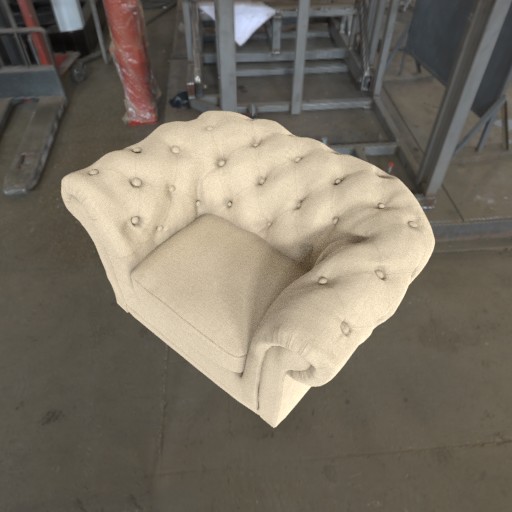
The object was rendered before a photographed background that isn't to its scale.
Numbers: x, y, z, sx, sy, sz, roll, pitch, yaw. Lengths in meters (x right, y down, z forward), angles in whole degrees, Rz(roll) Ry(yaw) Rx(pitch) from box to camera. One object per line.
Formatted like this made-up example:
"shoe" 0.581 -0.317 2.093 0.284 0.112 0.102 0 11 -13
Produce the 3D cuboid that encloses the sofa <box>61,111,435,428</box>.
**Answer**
"sofa" 0.000 0.000 2.068 1.405 0.878 1.034 31 54 26
